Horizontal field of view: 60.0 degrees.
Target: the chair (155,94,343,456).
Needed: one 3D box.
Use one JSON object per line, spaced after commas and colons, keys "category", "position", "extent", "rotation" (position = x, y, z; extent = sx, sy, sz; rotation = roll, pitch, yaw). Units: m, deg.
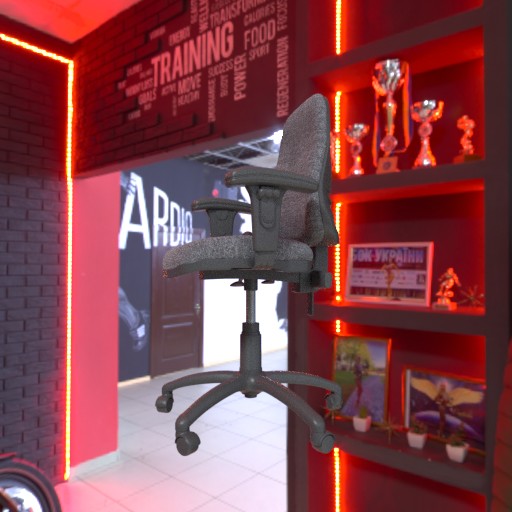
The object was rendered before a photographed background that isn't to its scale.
{"category": "chair", "position": [0.000, 0.000, 1.246], "extent": [0.530, 0.910, 0.550], "rotation": [0, -1, -18]}
